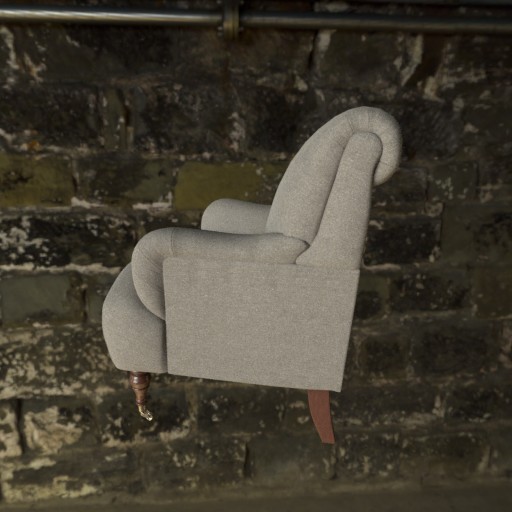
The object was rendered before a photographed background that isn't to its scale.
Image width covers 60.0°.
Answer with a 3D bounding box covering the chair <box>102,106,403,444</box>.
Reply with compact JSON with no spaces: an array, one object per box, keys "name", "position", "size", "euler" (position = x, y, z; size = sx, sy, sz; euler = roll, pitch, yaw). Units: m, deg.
[{"name":"chair","position":[0.000,0.000,1.536],"size":[0.843,0.942,0.766],"euler":[3,15,10]}]
